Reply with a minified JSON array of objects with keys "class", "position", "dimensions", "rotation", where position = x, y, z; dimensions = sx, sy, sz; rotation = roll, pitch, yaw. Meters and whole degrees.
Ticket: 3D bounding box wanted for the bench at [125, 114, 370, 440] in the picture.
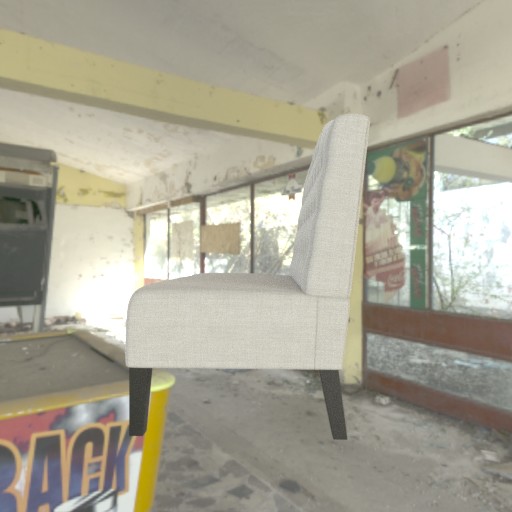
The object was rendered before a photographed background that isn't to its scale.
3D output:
[{"class":"bench","position":[0.000,0.000,2.078],"dimensions":[0.815,1.180,1.335],"rotation":[0,0,2]}]
